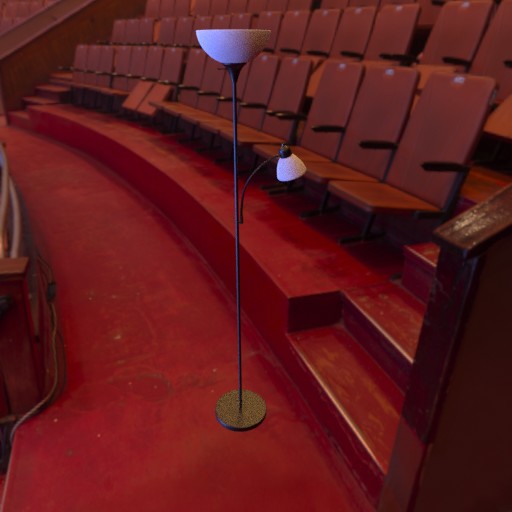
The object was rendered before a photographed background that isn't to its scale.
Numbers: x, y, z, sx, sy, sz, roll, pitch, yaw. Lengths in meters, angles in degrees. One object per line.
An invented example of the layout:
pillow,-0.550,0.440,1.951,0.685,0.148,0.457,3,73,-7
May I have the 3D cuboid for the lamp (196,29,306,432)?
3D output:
lamp,0.000,0.000,1.993,0.442,1.804,0.279,-8,27,-17
